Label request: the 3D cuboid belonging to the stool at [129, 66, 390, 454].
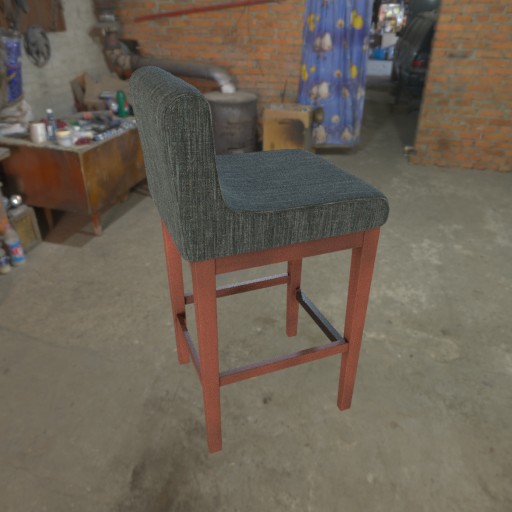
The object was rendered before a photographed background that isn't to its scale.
[{"bbox_3d":[0.000,0.000,1.070,0.459,0.835,0.395,-11,30,-18],"label":"stool"}]
